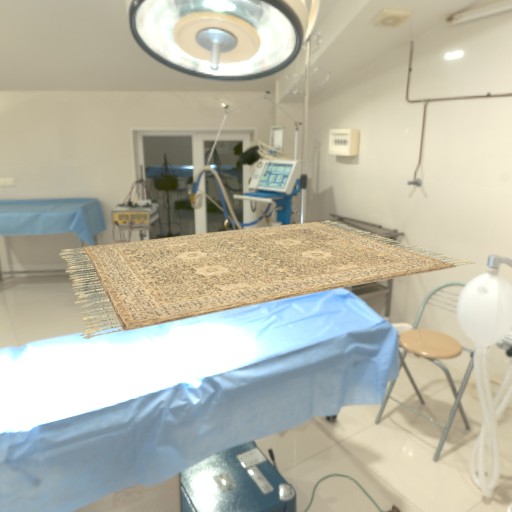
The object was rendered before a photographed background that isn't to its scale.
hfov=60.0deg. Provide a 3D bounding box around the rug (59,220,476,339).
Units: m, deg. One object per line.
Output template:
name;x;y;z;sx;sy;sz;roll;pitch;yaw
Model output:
rug;0.000;0.000;3.086;2.465;0.023;1.619;-8;18;-26
